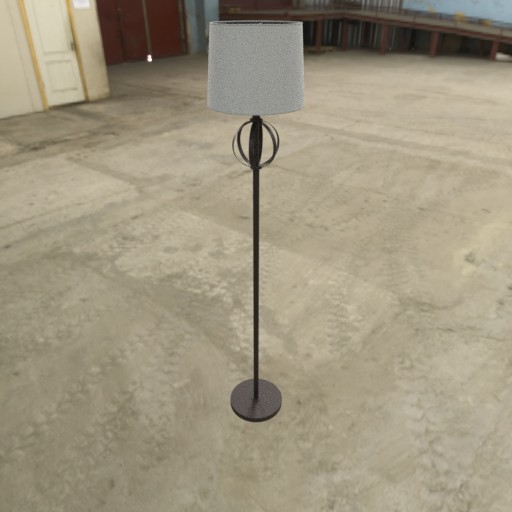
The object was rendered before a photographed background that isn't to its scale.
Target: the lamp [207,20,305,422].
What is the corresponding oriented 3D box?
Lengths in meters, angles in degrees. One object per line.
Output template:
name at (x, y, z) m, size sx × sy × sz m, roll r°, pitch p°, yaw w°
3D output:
lamp at (0.000, 0.000, 1.567) m, size 0.286 × 1.462 × 0.286 m, roll -11°, pitch 32°, yaw -18°
